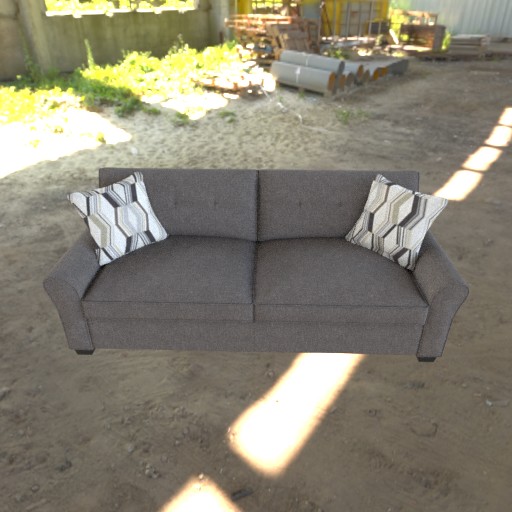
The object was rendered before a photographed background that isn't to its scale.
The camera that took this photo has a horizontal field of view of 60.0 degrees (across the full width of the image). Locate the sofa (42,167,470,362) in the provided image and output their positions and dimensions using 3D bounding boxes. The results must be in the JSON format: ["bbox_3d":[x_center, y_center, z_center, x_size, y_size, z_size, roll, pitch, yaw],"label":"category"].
[{"bbox_3d":[0.000,0.000,2.497,2.032,0.813,0.889,1,30,1],"label":"sofa"}]
